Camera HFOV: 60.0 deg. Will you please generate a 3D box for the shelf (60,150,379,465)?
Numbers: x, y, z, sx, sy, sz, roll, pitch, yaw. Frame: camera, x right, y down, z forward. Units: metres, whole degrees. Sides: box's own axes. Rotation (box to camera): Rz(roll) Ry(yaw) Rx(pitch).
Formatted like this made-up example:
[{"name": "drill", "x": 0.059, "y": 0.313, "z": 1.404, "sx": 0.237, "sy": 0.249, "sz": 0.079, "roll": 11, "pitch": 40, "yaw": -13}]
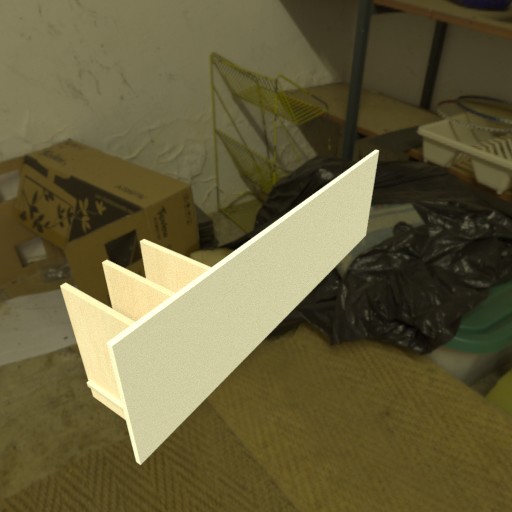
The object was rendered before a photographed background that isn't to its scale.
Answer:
[{"name": "shelf", "x": 0.000, "y": 0.000, "z": 1.130, "sx": 0.200, "sy": 0.300, "sz": 1.020, "roll": 21, "pitch": 38, "yaw": 29}]
